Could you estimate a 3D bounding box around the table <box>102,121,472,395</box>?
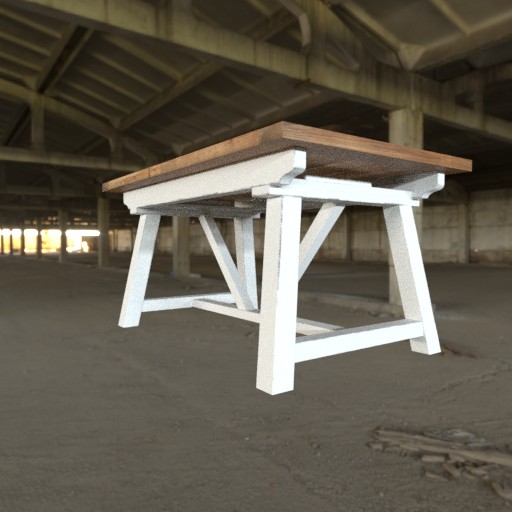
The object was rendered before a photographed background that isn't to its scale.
[{"bbox_3d":[0.000,0.000,2.020,0.922,0.743,1.503,-1,2,-36],"label":"table"}]
